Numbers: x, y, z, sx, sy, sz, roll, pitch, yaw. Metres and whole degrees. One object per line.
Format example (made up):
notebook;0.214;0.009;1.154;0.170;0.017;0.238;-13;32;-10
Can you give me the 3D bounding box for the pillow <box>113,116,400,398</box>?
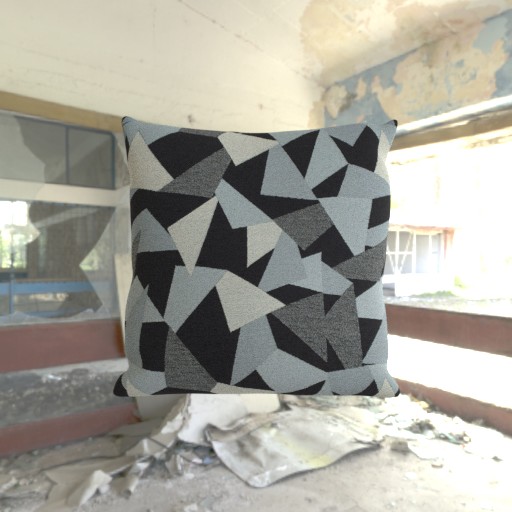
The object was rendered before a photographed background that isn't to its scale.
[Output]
pillow;0.000;0.000;0.775;0.503;0.496;0.208;0;0;1
